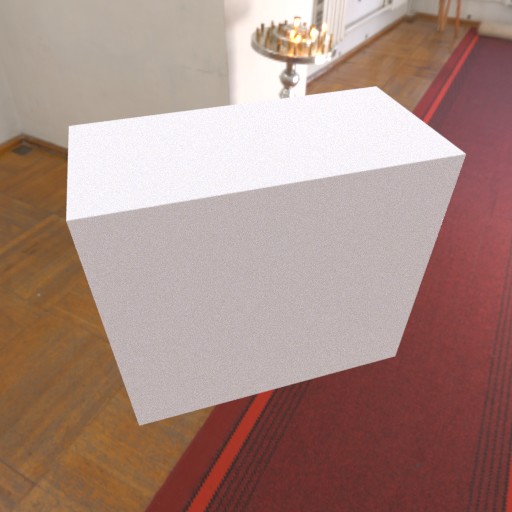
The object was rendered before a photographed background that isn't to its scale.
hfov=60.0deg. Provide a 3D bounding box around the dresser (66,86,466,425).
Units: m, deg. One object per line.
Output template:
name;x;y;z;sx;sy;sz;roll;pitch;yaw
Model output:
dresser;0.000;0.000;1.271;0.830;0.740;0.420;-11;43;-12
